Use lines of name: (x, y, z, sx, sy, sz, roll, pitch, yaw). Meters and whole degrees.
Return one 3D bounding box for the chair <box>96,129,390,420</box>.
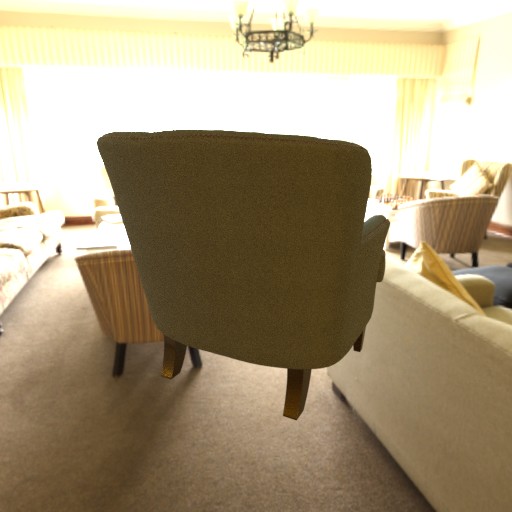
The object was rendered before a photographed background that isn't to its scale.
chair: (0.000, 0.000, 1.565, 0.848, 0.868, 0.906, 9, 18, 27)
